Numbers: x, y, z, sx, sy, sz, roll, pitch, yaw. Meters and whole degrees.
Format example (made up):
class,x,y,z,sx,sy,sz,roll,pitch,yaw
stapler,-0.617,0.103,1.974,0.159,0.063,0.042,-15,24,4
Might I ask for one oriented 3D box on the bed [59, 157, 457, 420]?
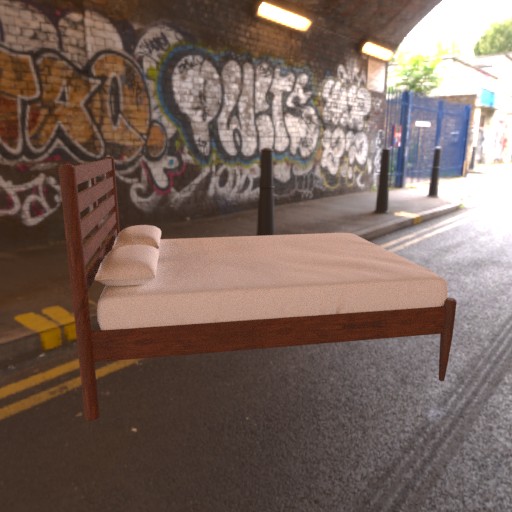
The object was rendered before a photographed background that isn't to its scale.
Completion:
class,x,y,z,sx,sy,sz,roll,pitch,yaw
bed,0.000,0.000,3.045,2.093,1.304,1.509,-3,14,-10
